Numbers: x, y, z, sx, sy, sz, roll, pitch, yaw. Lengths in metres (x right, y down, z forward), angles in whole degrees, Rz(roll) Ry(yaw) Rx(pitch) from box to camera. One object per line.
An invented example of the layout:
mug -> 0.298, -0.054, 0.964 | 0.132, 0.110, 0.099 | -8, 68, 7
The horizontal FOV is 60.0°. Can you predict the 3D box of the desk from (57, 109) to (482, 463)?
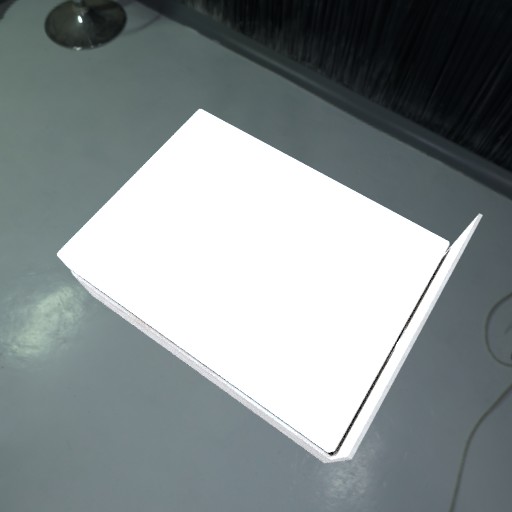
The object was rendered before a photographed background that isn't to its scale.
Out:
desk -> 0.000, 0.000, 2.647 | 1.900, 0.800, 1.400 | 32, 68, 14
